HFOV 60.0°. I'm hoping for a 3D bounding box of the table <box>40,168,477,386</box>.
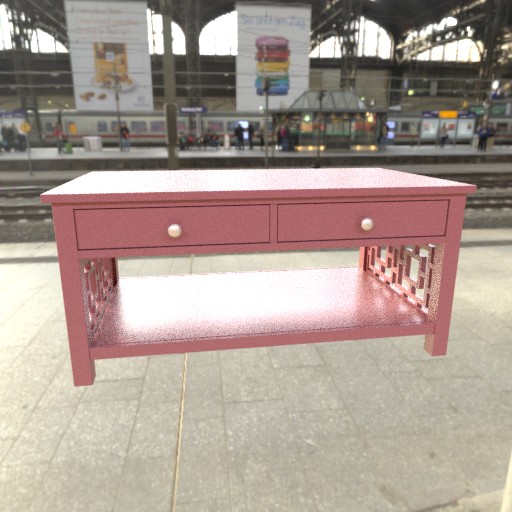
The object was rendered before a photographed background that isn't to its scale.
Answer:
[{"bbox_3d":[0.000,0.000,1.413,1.068,0.493,0.612,-3,16,-9],"label":"table"}]
